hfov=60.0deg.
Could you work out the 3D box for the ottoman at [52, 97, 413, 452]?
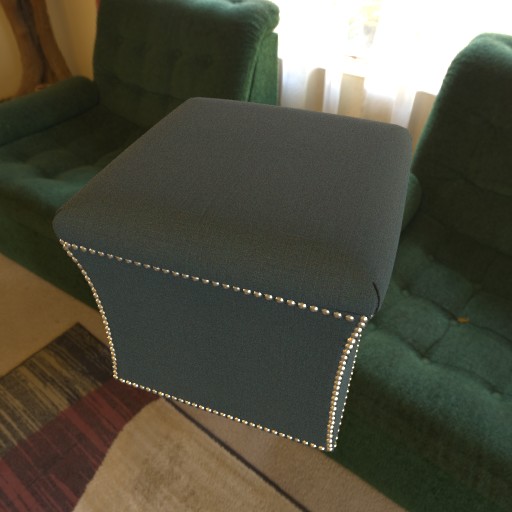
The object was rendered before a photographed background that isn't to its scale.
[{"bbox_3d":[0.000,0.000,0.893,0.507,0.475,0.497,13,43,15],"label":"ottoman"}]
